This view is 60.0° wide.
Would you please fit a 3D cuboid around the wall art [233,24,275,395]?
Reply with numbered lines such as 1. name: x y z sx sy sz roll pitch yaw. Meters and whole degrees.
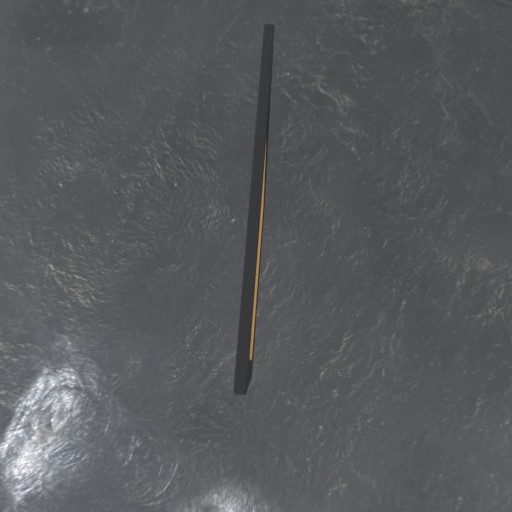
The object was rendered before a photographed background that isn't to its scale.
1. wall art: 0.000 0.000 0.678 0.012 0.529 0.374 4 76 1
